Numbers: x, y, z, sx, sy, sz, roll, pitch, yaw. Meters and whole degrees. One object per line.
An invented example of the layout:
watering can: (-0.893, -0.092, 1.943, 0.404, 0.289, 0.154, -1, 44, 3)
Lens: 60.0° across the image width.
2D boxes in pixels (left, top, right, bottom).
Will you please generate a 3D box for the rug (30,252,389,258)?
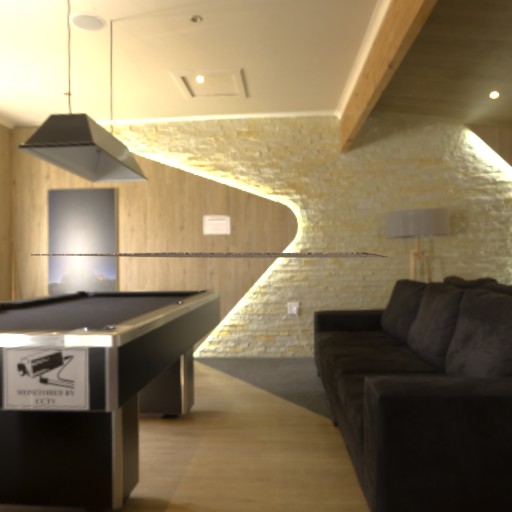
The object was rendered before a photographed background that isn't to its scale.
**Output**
rug: (0.000, 0.000, 5.462, 2.997, 0.020, 4.093, 0, -1, 19)
